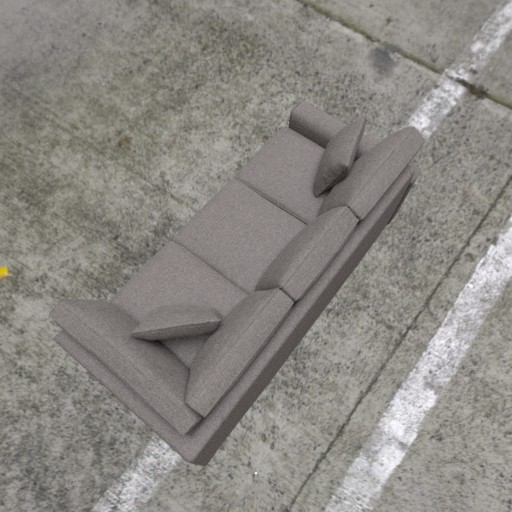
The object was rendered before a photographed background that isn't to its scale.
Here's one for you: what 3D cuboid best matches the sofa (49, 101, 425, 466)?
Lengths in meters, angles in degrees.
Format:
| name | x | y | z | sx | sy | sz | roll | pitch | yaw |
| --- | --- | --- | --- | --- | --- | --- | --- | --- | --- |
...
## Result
| name | x | y | z | sx | sy | sz | roll | pitch | yaw |
| --- | --- | --- | --- | --- | --- | --- | --- | --- | --- |
| sofa | 0.000 | 0.000 | 2.861 | 1.061 | 0.962 | 2.317 | 35 | 69 | 16 |
